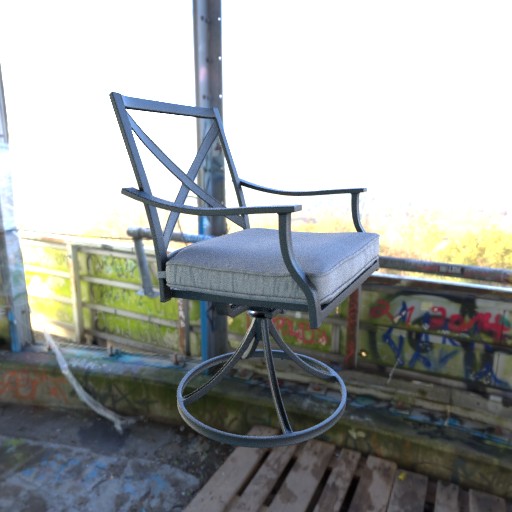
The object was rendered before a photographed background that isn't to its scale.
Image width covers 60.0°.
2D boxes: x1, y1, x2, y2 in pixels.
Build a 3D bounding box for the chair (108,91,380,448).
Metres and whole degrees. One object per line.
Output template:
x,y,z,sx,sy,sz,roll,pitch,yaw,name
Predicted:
0.000,0.000,1.295,0.620,0.889,0.575,7,15,27,chair
